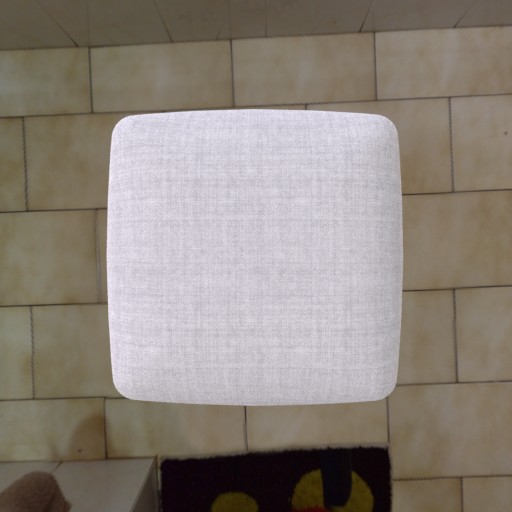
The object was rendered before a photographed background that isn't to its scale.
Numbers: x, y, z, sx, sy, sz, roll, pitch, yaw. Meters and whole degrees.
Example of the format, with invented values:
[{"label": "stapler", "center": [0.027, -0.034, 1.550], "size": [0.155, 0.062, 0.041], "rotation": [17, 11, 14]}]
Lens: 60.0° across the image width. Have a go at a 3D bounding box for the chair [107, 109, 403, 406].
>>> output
[{"label": "chair", "center": [0.000, 0.000, 0.698], "size": [0.350, 0.440, 0.350], "rotation": [0, 91, 1]}]
